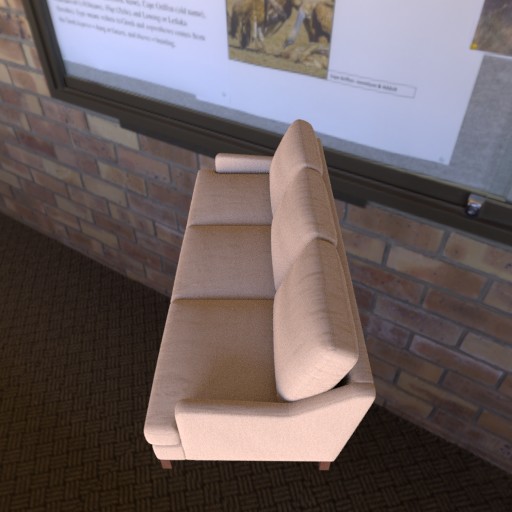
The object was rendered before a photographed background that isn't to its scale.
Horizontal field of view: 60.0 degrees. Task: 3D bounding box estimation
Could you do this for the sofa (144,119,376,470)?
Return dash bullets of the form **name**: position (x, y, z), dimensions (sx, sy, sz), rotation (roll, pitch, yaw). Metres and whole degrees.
- **sofa**: position (0.000, 0.000, 2.810), dimensions (1.000, 0.913, 2.321), rotation (0, 41, 0)
